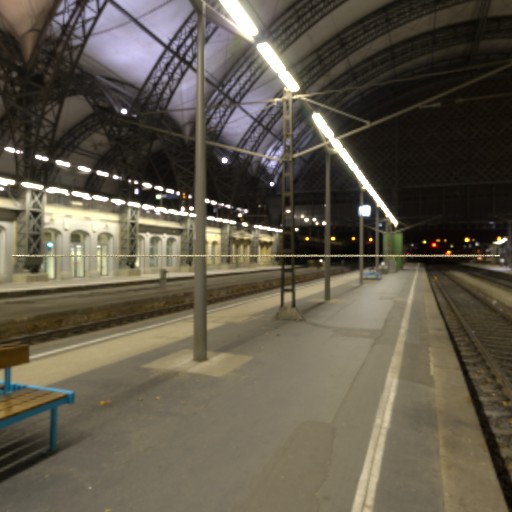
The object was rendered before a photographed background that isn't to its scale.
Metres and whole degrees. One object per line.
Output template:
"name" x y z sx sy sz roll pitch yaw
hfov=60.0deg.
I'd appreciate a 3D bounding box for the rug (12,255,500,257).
"rug" 0.000 0.000 2.971 2.438 0.010 1.524 0 0 -1
